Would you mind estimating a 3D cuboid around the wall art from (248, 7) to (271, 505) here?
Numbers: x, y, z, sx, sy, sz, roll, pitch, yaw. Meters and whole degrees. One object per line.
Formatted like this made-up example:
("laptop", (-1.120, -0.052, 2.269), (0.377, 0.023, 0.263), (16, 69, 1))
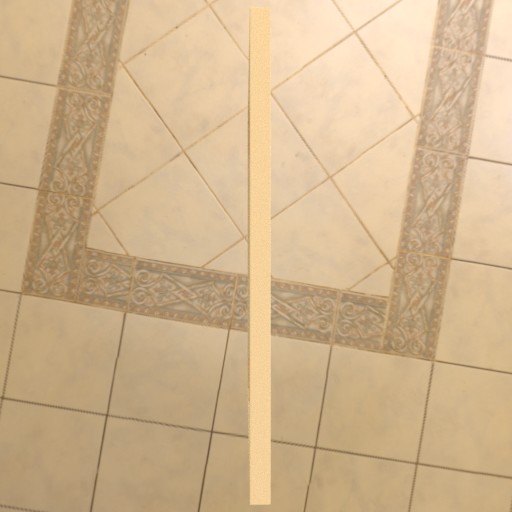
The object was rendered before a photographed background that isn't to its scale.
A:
("wall art", (0.000, 0.000, 1.119), (0.038, 0.609, 0.914), (0, 90, -1))
